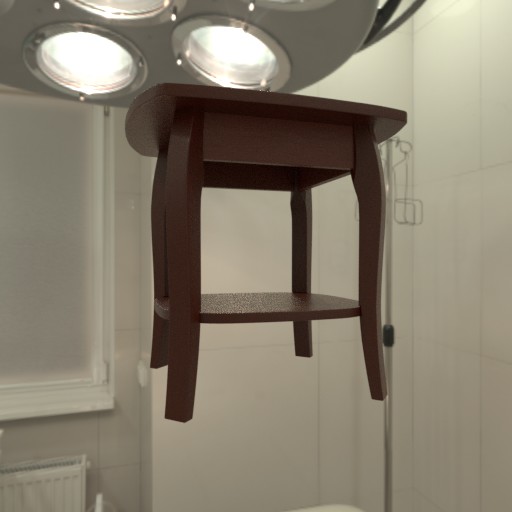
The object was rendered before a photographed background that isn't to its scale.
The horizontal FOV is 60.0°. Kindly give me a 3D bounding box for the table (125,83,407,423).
[{"bbox_3d":[0.000,0.000,0.885,0.502,0.496,0.433,0,0,-17],"label":"table"}]
